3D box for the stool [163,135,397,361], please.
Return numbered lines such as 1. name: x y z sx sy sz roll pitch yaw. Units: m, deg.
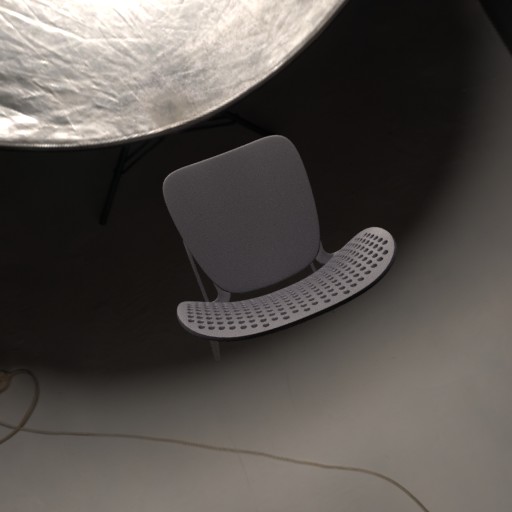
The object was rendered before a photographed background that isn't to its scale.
1. stool: 0.000 0.000 1.357 0.536 1.045 0.535 -22 77 -5
